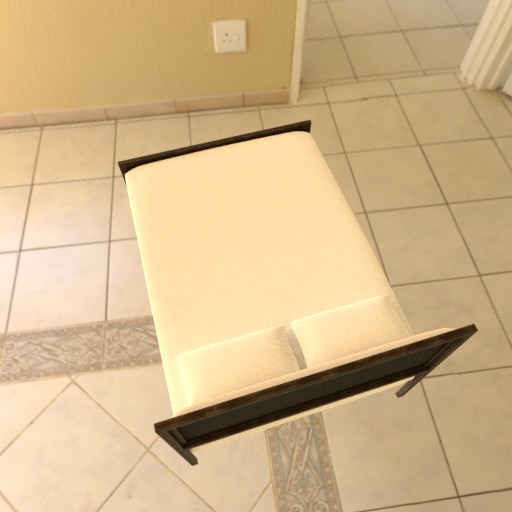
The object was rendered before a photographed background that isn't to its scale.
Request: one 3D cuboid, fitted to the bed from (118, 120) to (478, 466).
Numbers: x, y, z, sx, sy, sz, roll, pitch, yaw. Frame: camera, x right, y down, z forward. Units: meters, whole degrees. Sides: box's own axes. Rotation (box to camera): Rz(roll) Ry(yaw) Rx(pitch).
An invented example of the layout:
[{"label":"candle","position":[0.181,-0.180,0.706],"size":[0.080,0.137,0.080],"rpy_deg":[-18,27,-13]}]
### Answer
[{"label":"bed","position":[0.000,0.000,3.168],"size":[1.607,1.313,2.221],"rpy_deg":[-15,60,-9]}]
